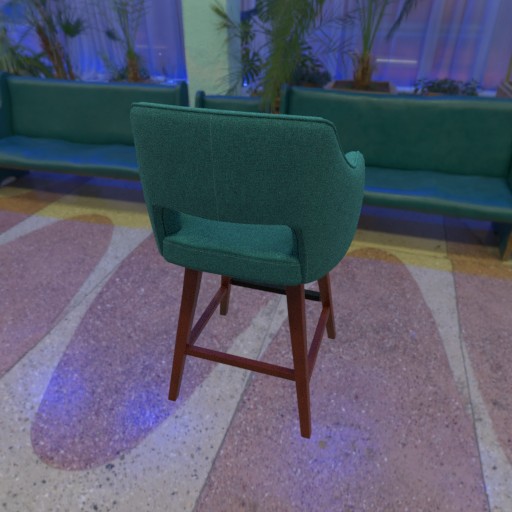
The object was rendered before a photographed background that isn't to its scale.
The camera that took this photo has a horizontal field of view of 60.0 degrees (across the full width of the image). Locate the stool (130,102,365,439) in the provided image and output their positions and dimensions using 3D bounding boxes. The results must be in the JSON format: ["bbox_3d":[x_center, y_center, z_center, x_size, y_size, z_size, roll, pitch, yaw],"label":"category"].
[{"bbox_3d":[0.000,0.000,1.298,0.548,0.961,0.556,10,34,15],"label":"stool"}]
